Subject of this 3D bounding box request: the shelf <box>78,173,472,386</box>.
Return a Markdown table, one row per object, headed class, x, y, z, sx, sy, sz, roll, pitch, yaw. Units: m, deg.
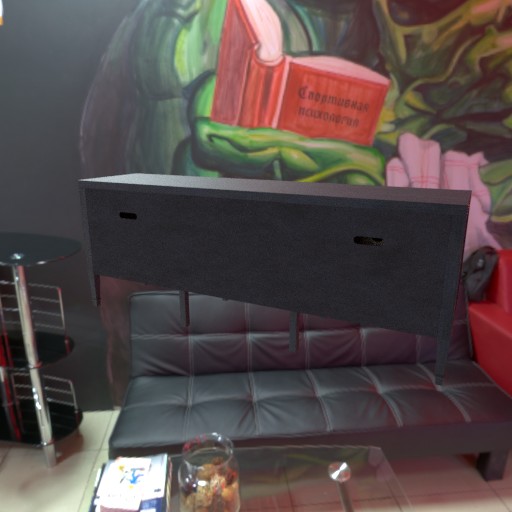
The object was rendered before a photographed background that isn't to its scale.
| class | x | y | z | sx | sy | sz | roll | pitch | yaw |
| --- | --- | --- | --- | --- | --- | --- | --- | --- | --- |
| shelf | 0.000 | 0.000 | 2.238 | 1.878 | 0.715 | 0.471 | 8 | 17 | 26 |
